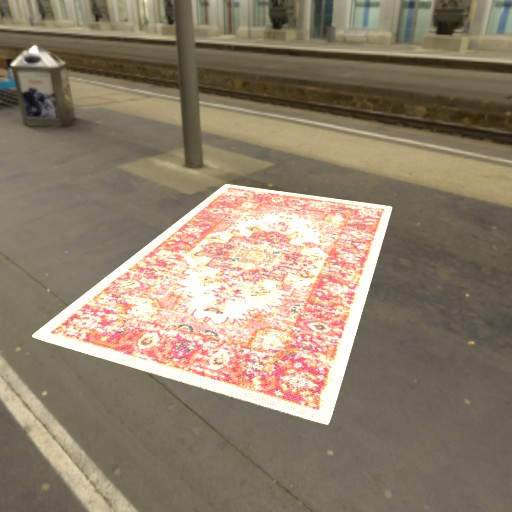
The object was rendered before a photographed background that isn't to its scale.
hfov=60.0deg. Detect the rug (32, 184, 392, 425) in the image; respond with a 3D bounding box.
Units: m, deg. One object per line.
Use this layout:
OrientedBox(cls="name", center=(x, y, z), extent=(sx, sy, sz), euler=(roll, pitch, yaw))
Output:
OrientedBox(cls="rug", center=(0.000, 0.000, 1.080), extent=(0.556, 0.004, 0.868), euler=(11, 31, 18))
